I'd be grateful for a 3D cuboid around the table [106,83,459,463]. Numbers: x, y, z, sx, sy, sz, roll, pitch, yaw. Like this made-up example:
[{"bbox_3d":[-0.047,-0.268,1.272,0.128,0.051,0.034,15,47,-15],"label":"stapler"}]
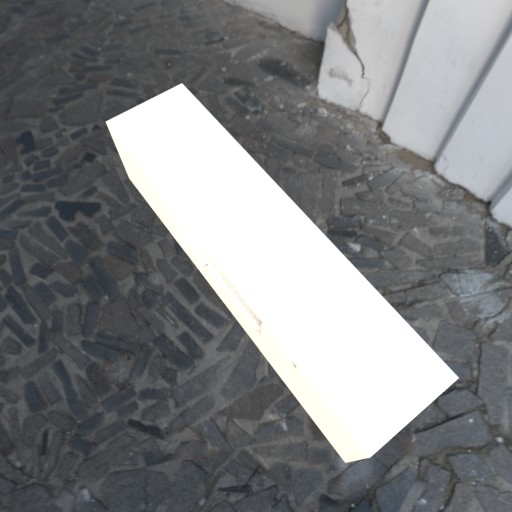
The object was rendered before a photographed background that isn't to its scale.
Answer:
[{"bbox_3d":[0.000,0.000,1.853,0.390,0.420,1.650,-34,68,-16],"label":"table"}]
